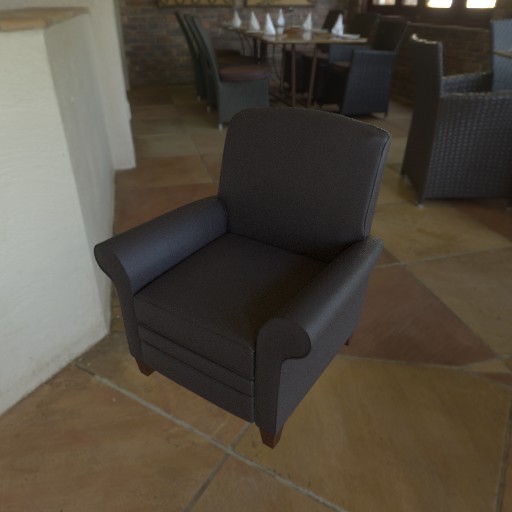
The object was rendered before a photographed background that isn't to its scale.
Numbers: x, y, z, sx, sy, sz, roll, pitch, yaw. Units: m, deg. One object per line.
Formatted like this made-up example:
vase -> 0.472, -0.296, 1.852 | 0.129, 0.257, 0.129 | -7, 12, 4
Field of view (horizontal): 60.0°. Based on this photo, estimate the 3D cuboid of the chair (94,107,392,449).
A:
chair -> 0.000, 0.000, 1.871 | 0.978, 1.061, 0.902 | 19, 35, 29
